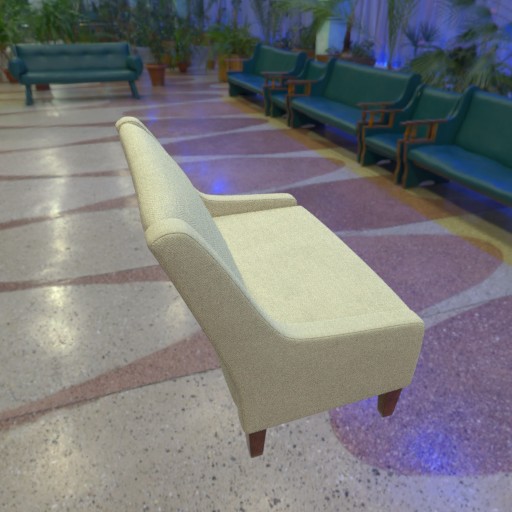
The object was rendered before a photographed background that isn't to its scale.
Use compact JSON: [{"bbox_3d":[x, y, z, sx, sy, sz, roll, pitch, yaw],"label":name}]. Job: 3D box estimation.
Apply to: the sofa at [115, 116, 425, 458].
[{"bbox_3d":[0.000,0.000,1.889,0.946,0.976,1.212,-10,32,-16],"label":"sofa"}]
